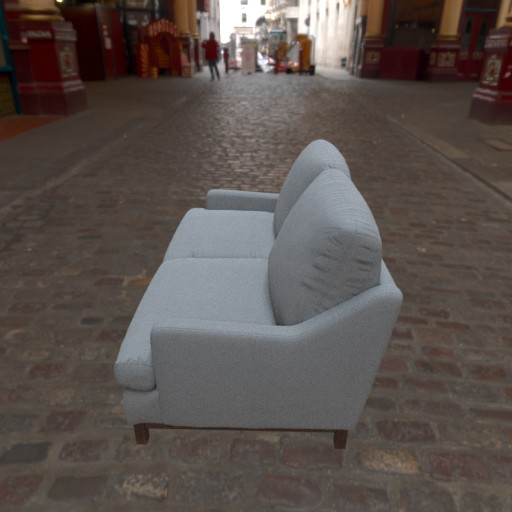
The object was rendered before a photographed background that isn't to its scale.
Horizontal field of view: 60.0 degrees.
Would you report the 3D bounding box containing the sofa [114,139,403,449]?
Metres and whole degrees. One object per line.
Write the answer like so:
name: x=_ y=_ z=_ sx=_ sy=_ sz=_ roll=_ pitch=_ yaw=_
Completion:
sofa: x=0.000 y=0.000 z=2.208 sx=0.987 sy=0.921 sz=1.589 roll=1 pitch=26 yaw=1
